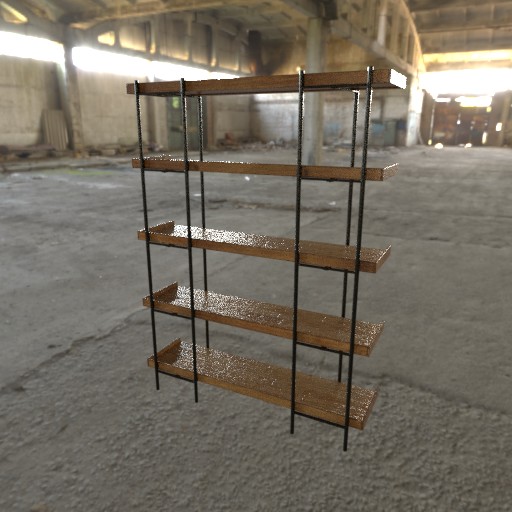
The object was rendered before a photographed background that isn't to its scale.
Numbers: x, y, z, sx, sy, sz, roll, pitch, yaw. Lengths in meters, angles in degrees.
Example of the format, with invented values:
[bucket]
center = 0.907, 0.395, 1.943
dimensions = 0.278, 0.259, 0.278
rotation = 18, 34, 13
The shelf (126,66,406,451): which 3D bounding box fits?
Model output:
[shelf]
center = 0.000, 0.000, 2.439
dimensions = 1.371, 1.826, 0.379
rotation = 8, 18, 26
